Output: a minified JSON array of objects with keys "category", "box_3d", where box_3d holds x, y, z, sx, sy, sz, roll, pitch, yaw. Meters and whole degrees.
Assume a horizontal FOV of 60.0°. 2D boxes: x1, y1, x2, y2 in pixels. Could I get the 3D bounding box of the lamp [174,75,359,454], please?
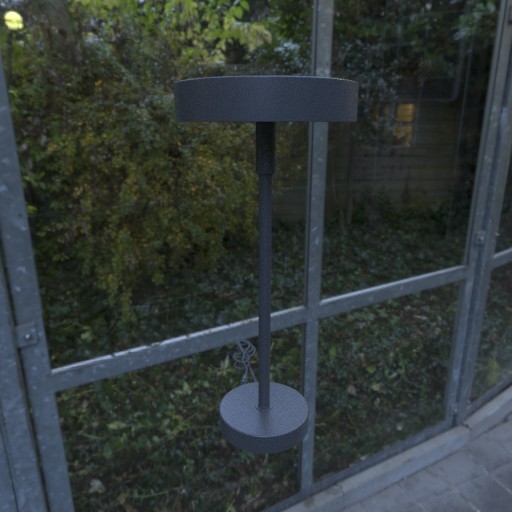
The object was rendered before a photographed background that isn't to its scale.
[{"category":"lamp","box_3d":[0.000,0.000,0.694,0.229,0.508,0.369,-3,17,-10]}]
